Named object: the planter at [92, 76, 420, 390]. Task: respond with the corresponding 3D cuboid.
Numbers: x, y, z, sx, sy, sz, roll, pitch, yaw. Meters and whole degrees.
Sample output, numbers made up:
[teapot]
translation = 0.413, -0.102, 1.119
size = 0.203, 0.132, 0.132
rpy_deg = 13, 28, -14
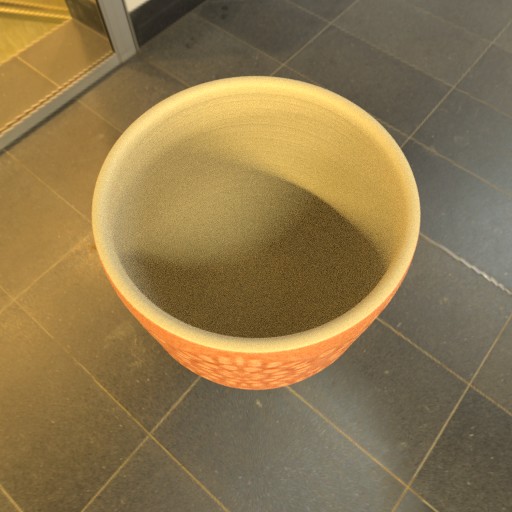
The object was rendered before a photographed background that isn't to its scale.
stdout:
[planter]
translation = 0.000, 0.000, 0.214
size = 0.124, 0.109, 0.124
rpy_deg = 0, 64, 0
